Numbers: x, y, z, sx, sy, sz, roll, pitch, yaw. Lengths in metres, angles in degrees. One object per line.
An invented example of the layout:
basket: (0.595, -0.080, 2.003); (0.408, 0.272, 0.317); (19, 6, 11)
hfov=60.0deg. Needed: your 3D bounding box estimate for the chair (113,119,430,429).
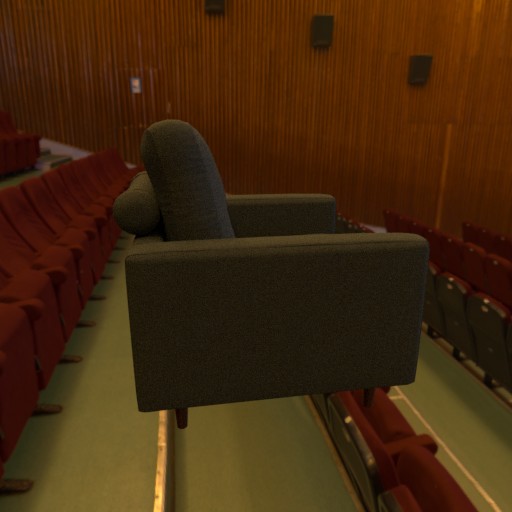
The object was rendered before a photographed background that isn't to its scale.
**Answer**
chair: (0.000, 0.000, 1.506); (0.843, 0.880, 0.821); (-3, 17, -10)
